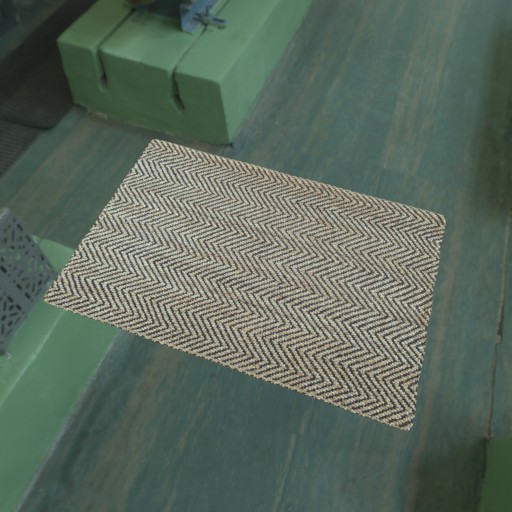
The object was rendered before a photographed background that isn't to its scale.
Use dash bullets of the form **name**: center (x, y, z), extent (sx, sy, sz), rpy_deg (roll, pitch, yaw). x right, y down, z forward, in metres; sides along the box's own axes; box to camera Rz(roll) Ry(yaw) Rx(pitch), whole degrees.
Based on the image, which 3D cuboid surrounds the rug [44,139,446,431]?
- **rug**: center (0.000, 0.000, 2.337), extent (1.828, 0.008, 1.219), rpy_deg (17, 59, 10)
